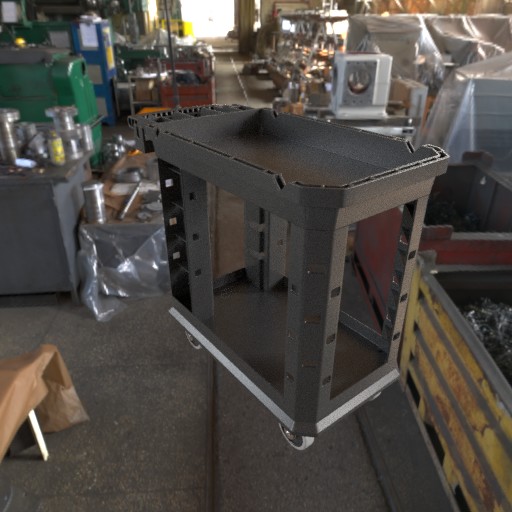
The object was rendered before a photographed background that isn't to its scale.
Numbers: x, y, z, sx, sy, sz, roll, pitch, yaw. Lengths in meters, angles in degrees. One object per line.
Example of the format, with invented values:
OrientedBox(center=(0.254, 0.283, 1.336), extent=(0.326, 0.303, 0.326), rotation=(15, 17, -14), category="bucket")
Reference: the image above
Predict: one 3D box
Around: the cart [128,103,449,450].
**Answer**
OrientedBox(center=(0.000, 0.000, 1.561), extent=(0.497, 0.884, 1.061), rotation=(-20, 35, -33), category="cart")
